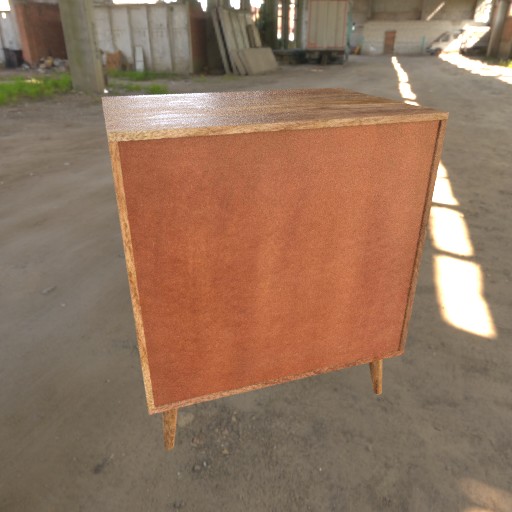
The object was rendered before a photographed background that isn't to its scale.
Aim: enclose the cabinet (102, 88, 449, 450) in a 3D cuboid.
[{"bbox_3d":[0.000,0.000,1.155,0.647,0.758,0.473,-8,28,-16],"label":"cabinet"}]
